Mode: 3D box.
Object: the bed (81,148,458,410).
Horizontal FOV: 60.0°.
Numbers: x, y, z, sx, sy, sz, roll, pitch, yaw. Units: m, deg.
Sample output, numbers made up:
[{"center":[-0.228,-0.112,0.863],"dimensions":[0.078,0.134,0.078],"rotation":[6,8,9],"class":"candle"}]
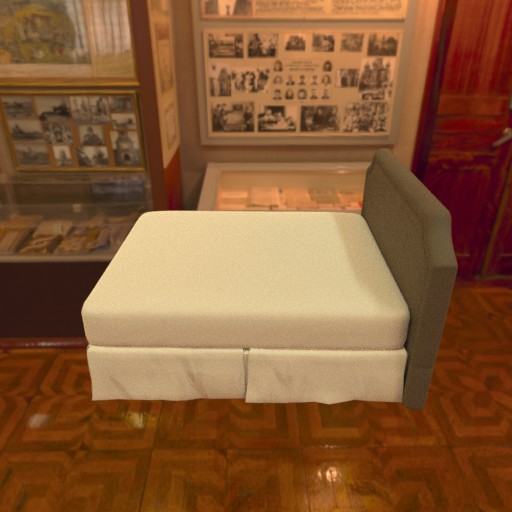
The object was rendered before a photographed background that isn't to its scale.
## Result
[{"center":[0.000,0.000,3.332],"dimensions":[2.181,1.297,1.831],"rotation":[1,28,1],"class":"bed"}]
